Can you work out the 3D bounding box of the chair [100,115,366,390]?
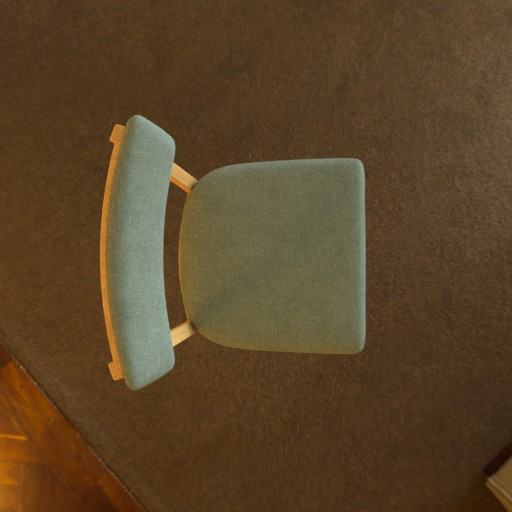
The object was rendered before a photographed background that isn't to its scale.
[{"bbox_3d":[0.000,0.000,1.182,0.572,0.832,0.508,0,89,-1],"label":"chair"}]
